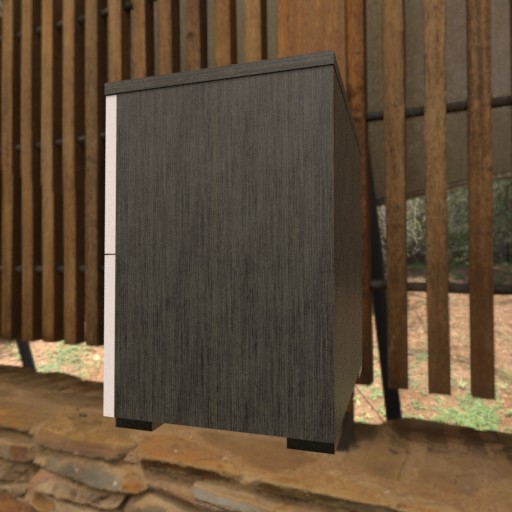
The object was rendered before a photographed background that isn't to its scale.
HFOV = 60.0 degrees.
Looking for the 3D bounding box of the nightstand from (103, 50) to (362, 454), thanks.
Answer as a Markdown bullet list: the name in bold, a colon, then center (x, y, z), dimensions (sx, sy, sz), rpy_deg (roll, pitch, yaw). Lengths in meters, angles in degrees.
- **nightstand**: center (0.000, 0.000, 0.762), dimensions (0.325, 0.460, 0.441), rpy_deg (0, -1, 17)
